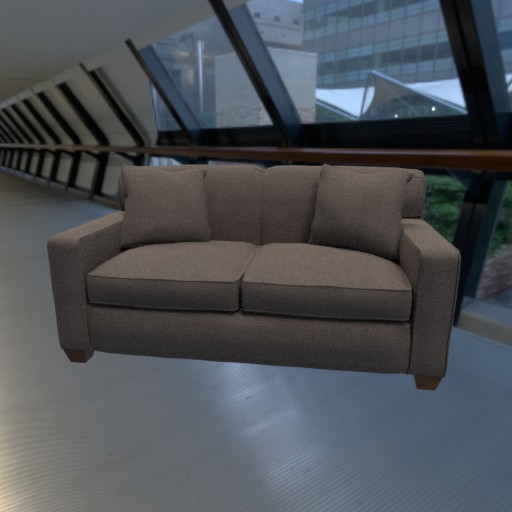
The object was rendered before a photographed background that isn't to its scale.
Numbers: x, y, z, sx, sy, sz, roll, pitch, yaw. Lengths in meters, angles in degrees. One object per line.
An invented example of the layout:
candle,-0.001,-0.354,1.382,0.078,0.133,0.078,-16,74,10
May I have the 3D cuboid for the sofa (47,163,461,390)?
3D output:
sofa,0.000,0.000,2.401,1.846,0.958,1.000,2,16,8
